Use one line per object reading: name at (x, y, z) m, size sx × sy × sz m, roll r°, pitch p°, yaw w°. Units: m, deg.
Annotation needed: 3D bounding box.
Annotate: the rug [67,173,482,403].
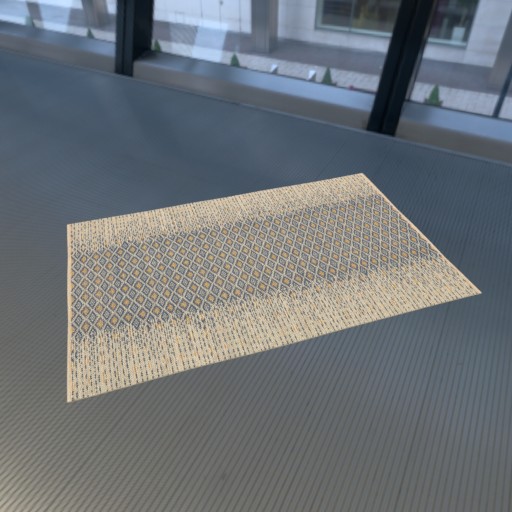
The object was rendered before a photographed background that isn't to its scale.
rug at (0.000, 0.000, 3.017) m, size 2.448 × 0.008 × 1.541 m, roll -12°, pitch 42°, yaw -14°
